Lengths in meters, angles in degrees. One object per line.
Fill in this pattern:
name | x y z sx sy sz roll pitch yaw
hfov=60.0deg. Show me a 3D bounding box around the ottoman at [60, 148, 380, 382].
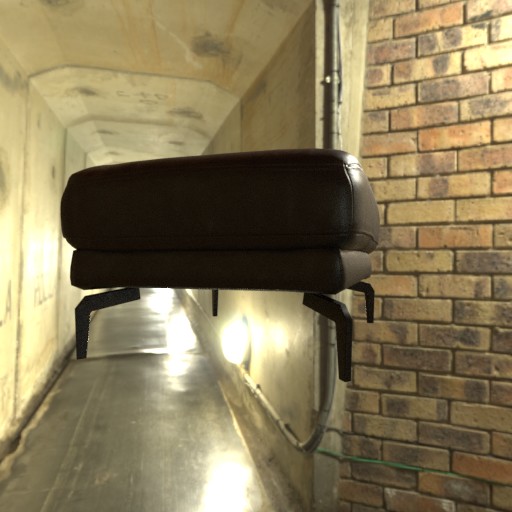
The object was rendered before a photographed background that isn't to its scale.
ottoman | 0.000 0.000 1.099 0.570 0.402 0.764 0 0 18
